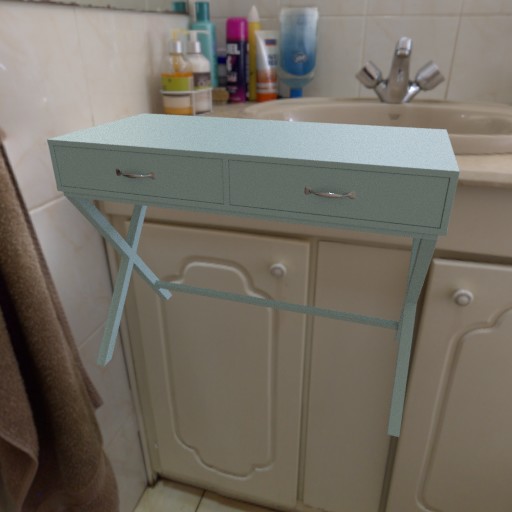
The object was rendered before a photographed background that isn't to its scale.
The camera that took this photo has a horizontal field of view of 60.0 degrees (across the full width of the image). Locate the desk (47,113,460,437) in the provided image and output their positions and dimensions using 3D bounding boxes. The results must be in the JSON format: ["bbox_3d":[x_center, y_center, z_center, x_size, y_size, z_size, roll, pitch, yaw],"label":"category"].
[{"bbox_3d":[0.000,0.000,1.454,1.057,0.780,0.525,8,27,16],"label":"desk"}]
